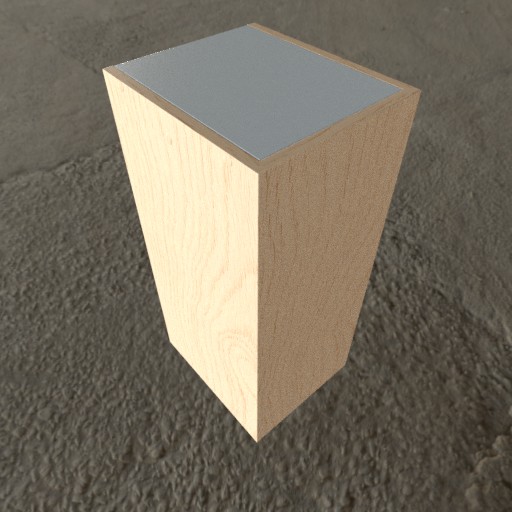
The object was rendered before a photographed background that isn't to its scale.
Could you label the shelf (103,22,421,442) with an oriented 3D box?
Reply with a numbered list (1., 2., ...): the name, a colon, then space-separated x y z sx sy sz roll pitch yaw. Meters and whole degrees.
1. shelf: 0.000 0.000 0.738 0.250 0.600 0.290 -32 54 -27
